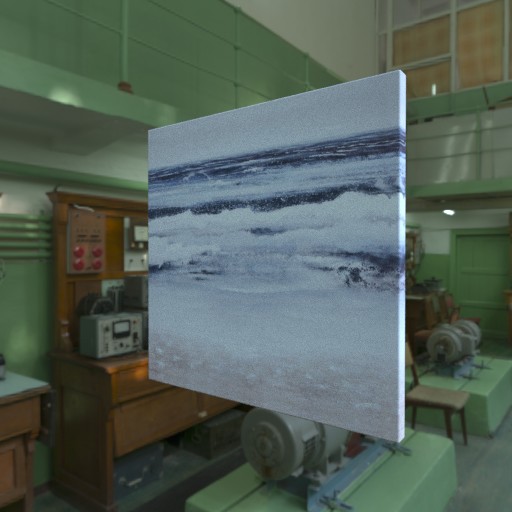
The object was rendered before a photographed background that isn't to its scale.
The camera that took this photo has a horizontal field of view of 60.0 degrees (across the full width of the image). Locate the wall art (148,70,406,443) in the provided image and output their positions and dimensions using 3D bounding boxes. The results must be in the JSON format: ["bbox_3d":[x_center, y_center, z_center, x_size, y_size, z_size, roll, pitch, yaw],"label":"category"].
[{"bbox_3d":[0.000,0.000,1.130,0.755,0.747,0.065,0,1,36],"label":"wall art"}]
